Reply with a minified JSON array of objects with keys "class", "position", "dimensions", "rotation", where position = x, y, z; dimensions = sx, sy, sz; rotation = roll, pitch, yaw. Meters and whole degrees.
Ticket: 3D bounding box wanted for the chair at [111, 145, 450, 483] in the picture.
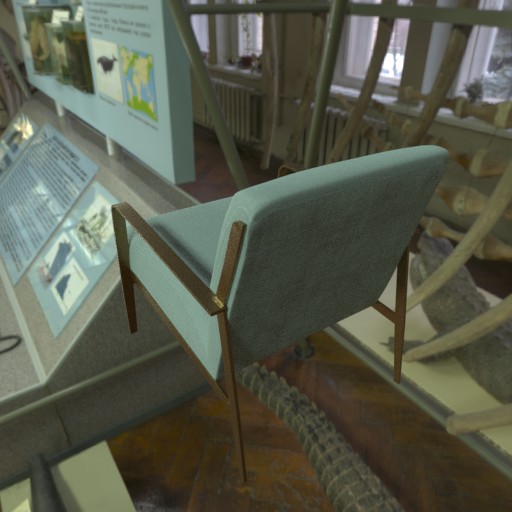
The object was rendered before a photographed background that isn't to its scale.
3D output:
[{"class":"chair","position":[0.000,0.000,1.428],"dimensions":[0.701,0.824,0.842],"rotation":[-19,35,-29]}]
